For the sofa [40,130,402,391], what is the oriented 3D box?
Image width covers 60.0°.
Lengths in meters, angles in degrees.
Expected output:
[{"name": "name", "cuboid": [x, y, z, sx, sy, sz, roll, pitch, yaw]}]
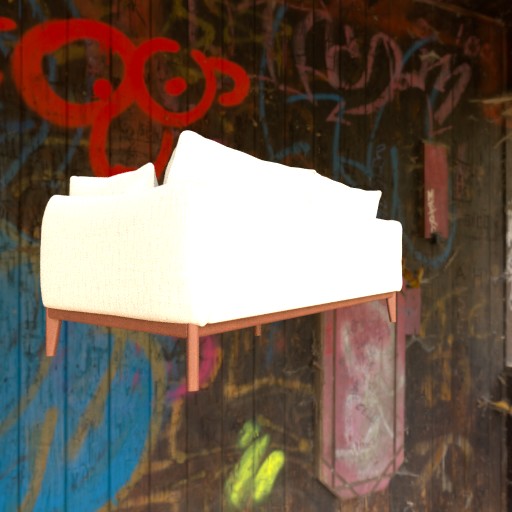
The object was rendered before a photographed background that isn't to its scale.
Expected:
[{"name": "sofa", "cuboid": [0.000, 0.000, 2.419, 0.991, 0.860, 1.989, 0, 0, 36]}]
